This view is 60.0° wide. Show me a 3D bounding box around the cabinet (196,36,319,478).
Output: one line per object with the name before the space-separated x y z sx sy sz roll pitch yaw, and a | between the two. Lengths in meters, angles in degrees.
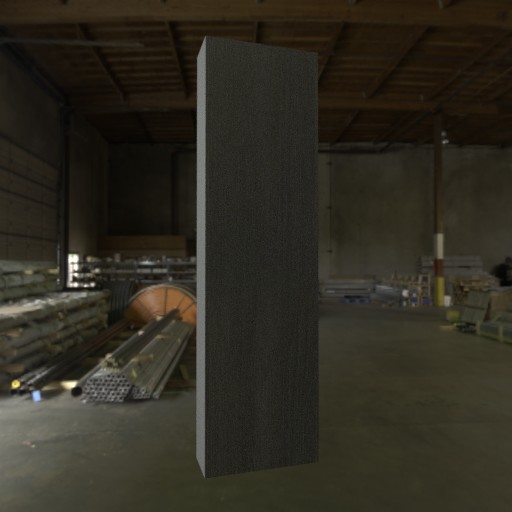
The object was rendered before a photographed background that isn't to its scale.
cabinet | 0.000 0.000 1.975 0.500 1.790 0.230 0 -1 -17
